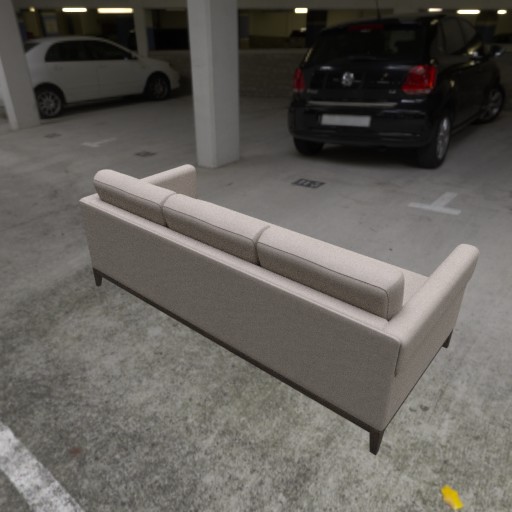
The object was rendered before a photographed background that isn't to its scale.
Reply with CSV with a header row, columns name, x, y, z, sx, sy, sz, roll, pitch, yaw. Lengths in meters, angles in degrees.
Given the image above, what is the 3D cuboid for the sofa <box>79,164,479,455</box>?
name,x,y,z,sx,sy,sz,roll,pitch,yaw
sofa,0.000,0.000,2.674,2.210,0.838,0.959,22,36,34
